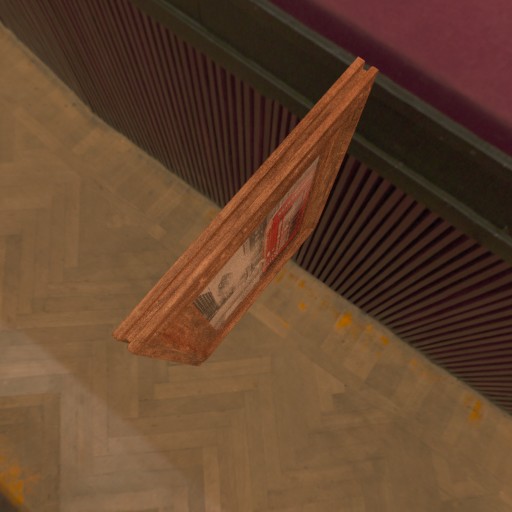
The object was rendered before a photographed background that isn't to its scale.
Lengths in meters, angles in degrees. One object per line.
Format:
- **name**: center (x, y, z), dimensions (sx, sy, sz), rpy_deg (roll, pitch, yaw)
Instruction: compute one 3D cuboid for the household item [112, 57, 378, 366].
- **household item**: center (0.000, 0.000, 0.326), dimensions (0.018, 0.237, 0.186), rpy_deg (38, 78, 10)
